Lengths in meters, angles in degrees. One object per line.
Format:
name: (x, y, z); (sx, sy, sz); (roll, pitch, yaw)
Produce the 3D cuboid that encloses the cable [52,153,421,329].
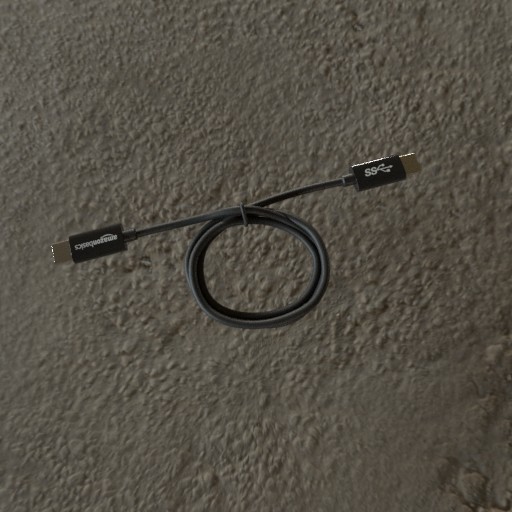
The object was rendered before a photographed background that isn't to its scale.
cable: (0.000, 0.000, 0.210); (0.186, 0.014, 0.070); (-15, 75, -4)
